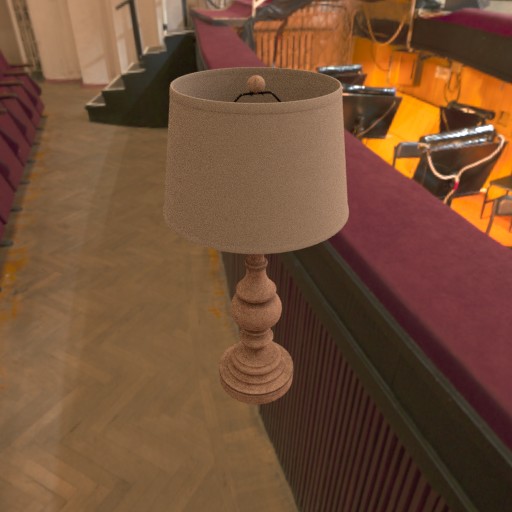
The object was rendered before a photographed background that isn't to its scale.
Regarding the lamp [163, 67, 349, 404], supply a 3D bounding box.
[{"bbox_3d":[0.000,0.000,0.884,0.340,0.678,0.340,0,33,0],"label":"lamp"}]
